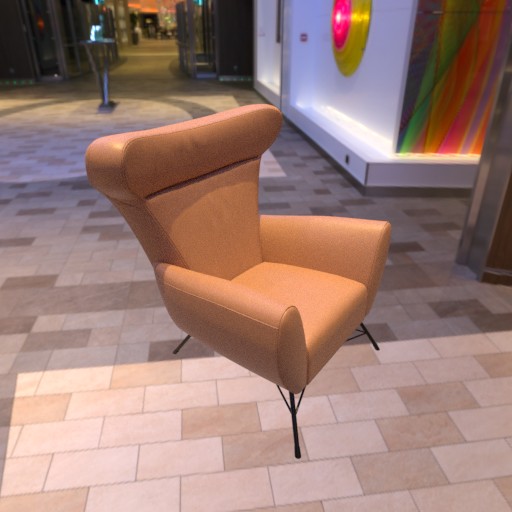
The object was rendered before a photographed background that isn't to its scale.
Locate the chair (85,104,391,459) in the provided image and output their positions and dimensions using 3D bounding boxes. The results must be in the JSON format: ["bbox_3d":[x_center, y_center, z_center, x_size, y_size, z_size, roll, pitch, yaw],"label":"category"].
[{"bbox_3d":[0.000,0.000,1.818,0.900,1.050,0.980,18,33,31],"label":"chair"}]
